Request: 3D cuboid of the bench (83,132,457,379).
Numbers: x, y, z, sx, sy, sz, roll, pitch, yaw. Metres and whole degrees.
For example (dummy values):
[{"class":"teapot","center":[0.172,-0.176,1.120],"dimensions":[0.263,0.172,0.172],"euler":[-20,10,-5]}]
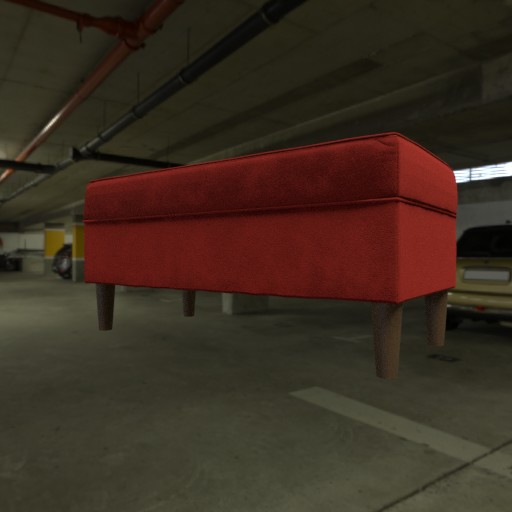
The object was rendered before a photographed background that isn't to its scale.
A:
[{"class":"bench","center":[0.000,0.000,1.297],"dimensions":[1.016,0.471,0.492],"euler":[0,0,36]}]
